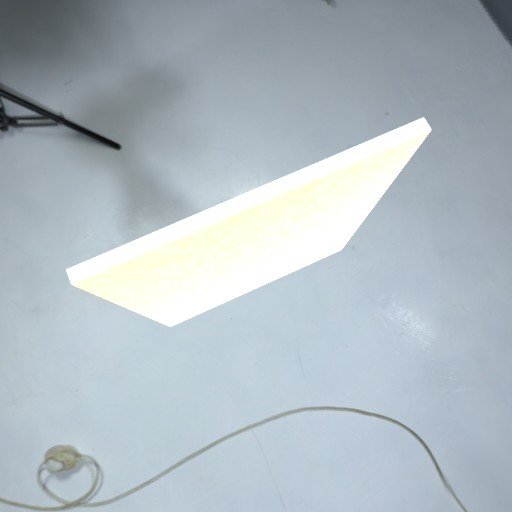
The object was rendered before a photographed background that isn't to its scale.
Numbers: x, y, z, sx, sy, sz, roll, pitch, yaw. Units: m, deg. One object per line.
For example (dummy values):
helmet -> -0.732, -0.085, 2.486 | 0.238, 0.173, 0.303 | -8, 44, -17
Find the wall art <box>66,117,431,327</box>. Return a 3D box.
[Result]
wall art -> 0.000, 0.000, 0.839 | 0.481, 0.613, 0.020 | -24, 78, -6
